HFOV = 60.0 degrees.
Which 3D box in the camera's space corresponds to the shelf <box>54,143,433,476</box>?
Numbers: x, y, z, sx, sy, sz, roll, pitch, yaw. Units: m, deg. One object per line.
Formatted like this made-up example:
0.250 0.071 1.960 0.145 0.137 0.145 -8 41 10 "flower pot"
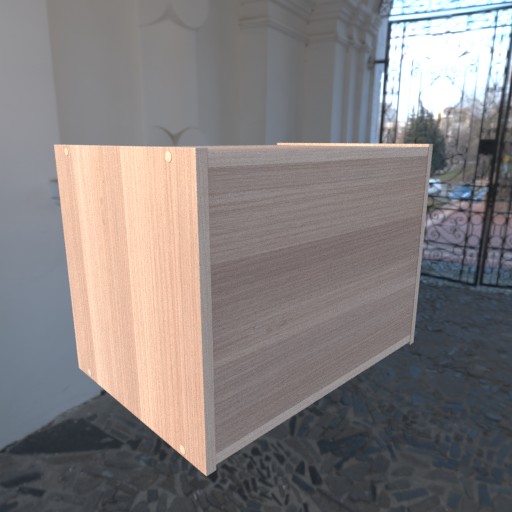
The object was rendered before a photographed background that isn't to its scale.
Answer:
0.000 0.000 0.625 0.415 0.305 0.290 -14 20 -42 "shelf"
